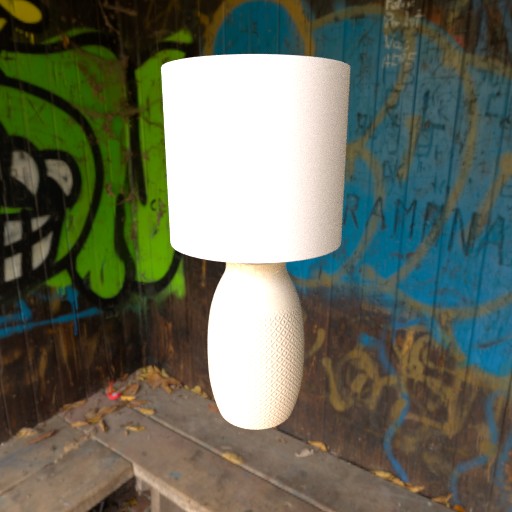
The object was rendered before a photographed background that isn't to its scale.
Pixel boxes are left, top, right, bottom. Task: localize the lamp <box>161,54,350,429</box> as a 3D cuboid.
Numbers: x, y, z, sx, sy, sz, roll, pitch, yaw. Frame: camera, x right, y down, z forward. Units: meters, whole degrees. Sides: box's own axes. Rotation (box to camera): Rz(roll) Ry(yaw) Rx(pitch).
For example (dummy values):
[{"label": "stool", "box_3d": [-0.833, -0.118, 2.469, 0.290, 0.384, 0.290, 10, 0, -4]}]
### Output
[{"label": "lamp", "box_3d": [0.000, 0.000, 0.580, 0.217, 0.453, 0.217, 2, 16, 7]}]
